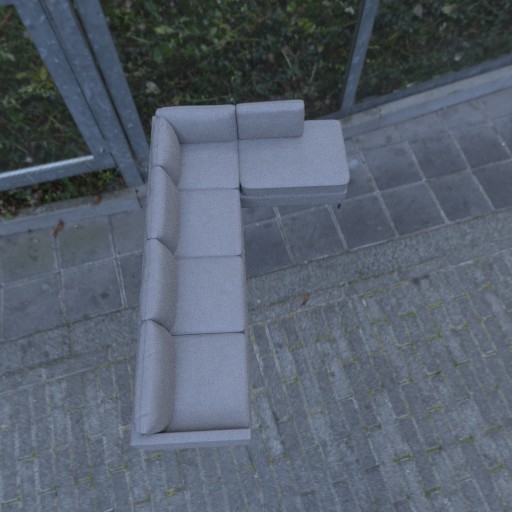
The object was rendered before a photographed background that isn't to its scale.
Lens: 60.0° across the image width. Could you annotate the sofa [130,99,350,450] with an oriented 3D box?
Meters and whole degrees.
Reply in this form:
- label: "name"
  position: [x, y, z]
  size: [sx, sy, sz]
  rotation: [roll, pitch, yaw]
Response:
- label: "sofa"
  position: [0.000, 0.000, 4.310]
  size: [2.077, 0.964, 3.331]
  rotation: [-3, 64, -1]
